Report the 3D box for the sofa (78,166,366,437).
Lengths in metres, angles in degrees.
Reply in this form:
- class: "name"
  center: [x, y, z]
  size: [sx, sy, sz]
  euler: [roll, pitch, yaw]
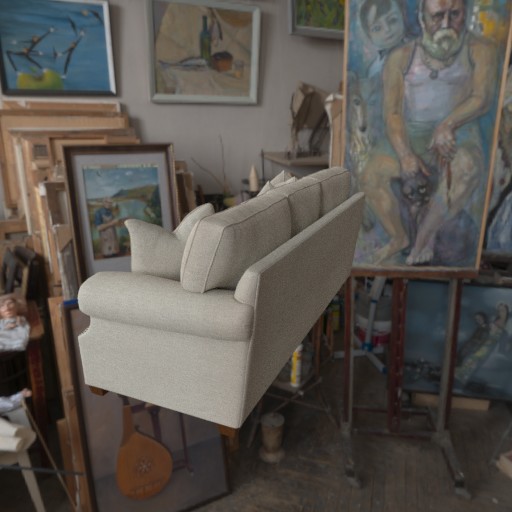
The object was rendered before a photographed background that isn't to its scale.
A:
- class: "sofa"
  center: [0.000, 0.000, 2.842]
  size: [0.965, 0.975, 2.312]
  euler: [7, 18, 23]
